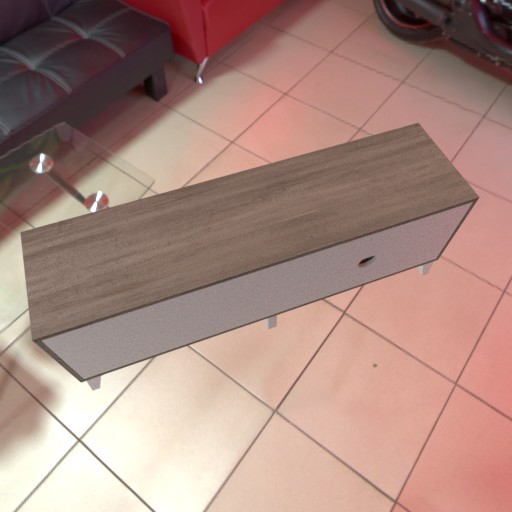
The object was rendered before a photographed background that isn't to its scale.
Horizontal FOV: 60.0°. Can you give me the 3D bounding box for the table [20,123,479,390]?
[{"bbox_3d":[0.000,0.000,1.716,1.500,0.530,0.400,-17,60,-11],"label":"table"}]
